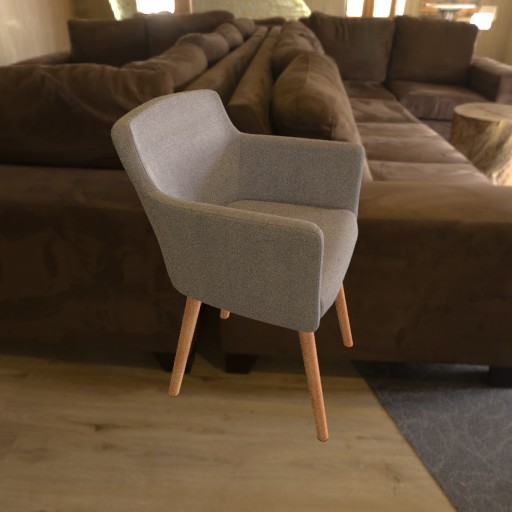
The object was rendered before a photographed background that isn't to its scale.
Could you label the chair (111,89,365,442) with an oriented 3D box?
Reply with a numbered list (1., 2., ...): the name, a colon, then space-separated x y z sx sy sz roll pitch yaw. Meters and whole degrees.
1. chair: 0.000 0.000 1.183 0.540 0.780 0.570 10 32 17
